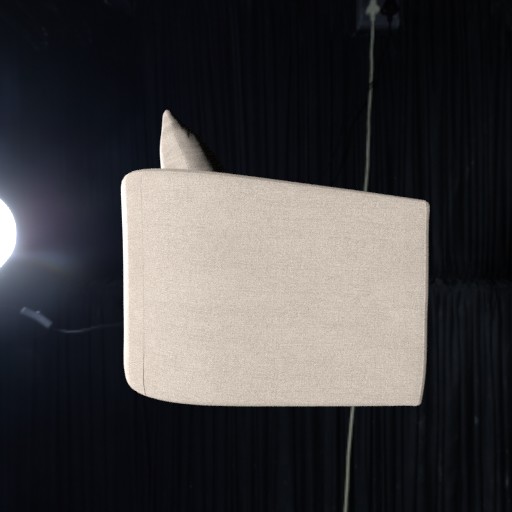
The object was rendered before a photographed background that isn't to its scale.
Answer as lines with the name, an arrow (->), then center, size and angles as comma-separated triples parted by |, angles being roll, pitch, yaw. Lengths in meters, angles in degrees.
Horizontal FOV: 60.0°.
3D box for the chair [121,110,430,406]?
chair -> 0.000, 0.000, 1.563 | 0.910, 0.848, 0.845 | 0, 0, -1
